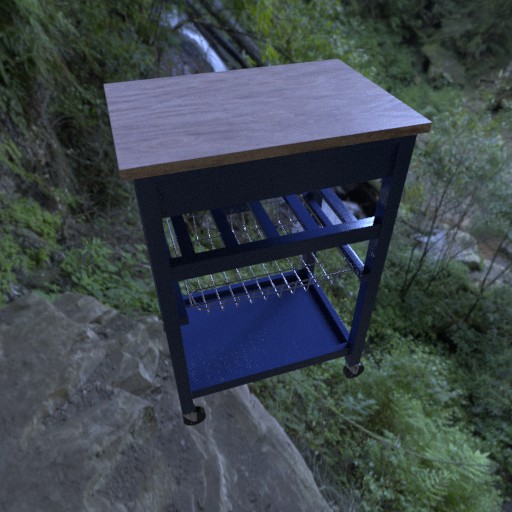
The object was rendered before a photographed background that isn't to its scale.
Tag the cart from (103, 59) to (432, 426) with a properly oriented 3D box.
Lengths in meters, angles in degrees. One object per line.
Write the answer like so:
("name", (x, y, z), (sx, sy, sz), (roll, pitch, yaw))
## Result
("cart", (0.000, 0.000, 1.182), (0.584, 0.839, 0.403), (-12, 42, -14))
